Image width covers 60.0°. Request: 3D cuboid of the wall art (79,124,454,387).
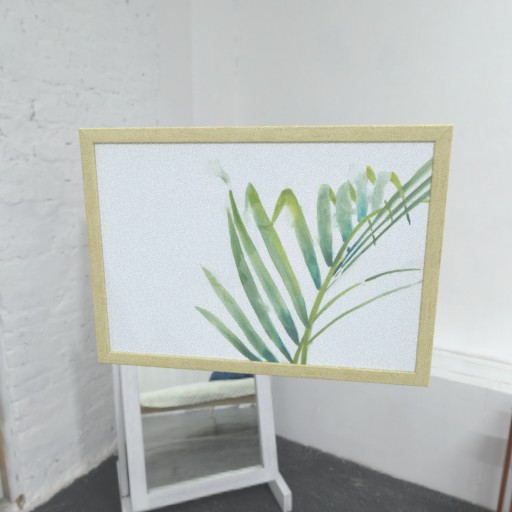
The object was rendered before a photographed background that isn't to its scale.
[{"bbox_3d":[0.000,0.000,0.680,0.533,0.381,0.032,2,13,8],"label":"wall art"}]
